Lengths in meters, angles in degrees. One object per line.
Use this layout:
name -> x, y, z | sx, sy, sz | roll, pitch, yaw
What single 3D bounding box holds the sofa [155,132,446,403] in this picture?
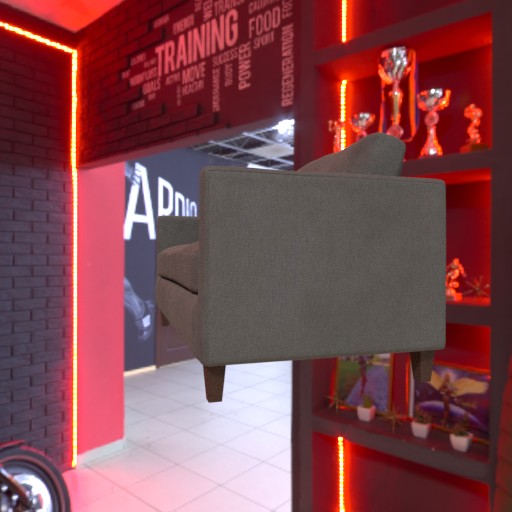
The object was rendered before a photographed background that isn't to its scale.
sofa -> 0.000, 0.000, 2.397 | 0.950, 0.963, 1.884 | 0, 0, -17
